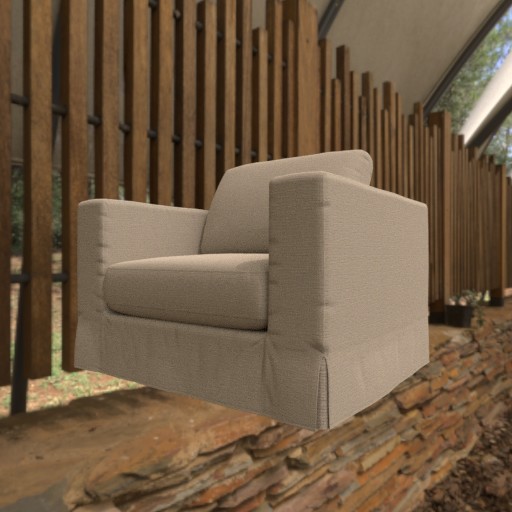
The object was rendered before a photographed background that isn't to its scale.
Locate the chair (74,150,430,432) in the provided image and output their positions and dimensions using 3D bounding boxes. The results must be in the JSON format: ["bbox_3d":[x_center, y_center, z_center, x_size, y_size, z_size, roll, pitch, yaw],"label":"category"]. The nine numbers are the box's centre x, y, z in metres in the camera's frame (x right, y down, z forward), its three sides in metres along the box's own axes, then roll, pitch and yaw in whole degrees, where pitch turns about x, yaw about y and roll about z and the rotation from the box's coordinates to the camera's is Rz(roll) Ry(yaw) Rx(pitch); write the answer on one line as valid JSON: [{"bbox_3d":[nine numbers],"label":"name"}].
[{"bbox_3d":[0.000,0.000,1.810,1.150,0.878,0.957,0,0,37],"label":"chair"}]
